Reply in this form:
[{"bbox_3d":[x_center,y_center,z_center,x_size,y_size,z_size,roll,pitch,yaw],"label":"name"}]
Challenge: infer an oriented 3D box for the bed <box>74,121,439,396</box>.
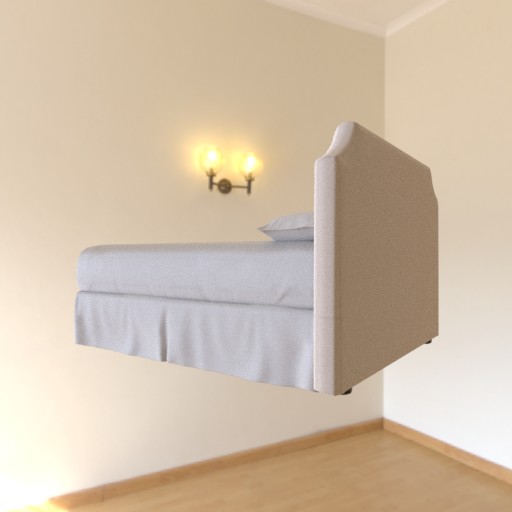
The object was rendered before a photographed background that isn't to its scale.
[{"bbox_3d":[0.000,0.000,3.277,2.164,1.297,1.828,0,0,35],"label":"bed"}]
